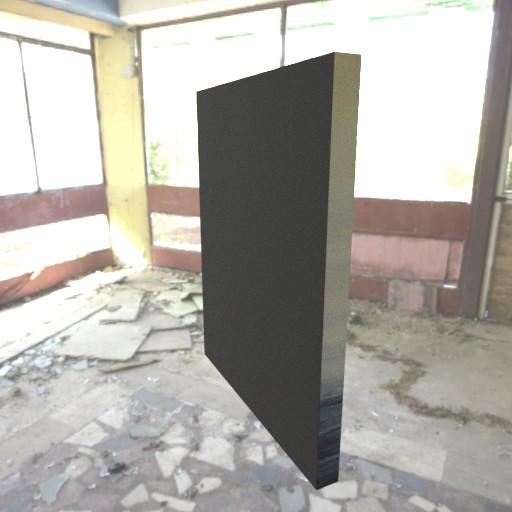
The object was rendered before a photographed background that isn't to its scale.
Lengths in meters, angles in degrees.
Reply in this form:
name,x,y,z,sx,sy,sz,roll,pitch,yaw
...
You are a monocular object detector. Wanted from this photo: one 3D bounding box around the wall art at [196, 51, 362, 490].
name,x,y,z,sx,sy,sz,roll,pitch,yaw
wall art,0.000,0.000,0.809,0.040,0.608,0.489,-7,16,-25
